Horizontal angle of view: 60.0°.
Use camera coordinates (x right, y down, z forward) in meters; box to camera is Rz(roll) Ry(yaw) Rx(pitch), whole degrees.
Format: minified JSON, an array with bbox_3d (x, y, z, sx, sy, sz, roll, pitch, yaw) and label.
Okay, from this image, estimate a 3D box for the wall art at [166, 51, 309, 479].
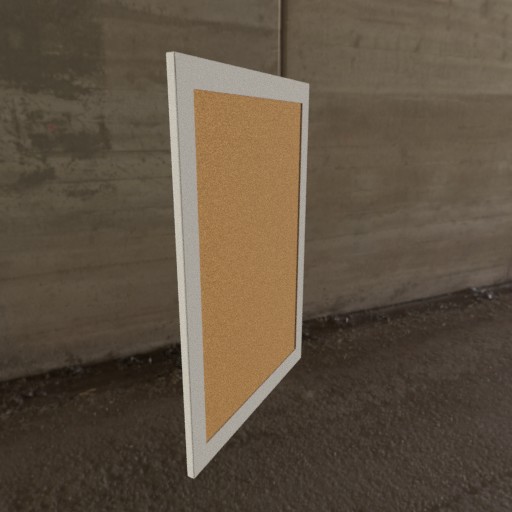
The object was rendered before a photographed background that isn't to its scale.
[{"bbox_3d":[0.000,0.000,0.685,0.012,0.529,0.374,8,18,27],"label":"wall art"}]
